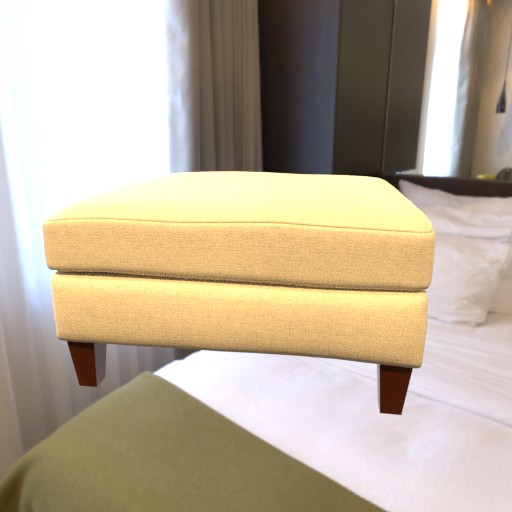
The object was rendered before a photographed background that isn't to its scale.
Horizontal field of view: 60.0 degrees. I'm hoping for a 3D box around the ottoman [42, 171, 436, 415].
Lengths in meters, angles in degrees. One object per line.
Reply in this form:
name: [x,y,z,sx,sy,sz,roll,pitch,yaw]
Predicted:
ottoman: [0.000,0.000,1.324,0.838,0.478,0.838,2,16,8]
